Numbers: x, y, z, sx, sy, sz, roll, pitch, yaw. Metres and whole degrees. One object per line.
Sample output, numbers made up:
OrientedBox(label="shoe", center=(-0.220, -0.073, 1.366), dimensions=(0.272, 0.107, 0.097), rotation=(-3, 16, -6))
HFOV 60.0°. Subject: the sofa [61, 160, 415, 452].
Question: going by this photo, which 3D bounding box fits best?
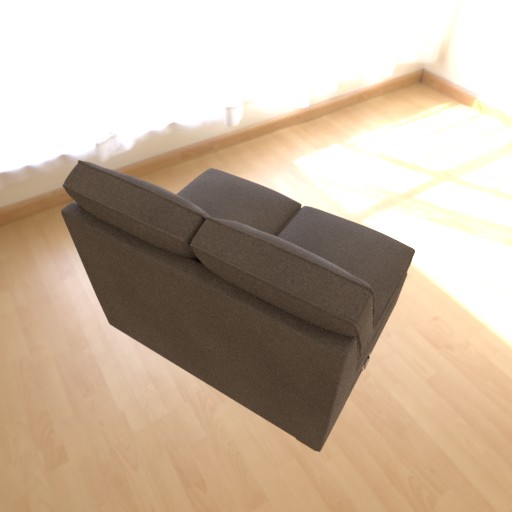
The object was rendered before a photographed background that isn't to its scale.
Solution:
OrientedBox(label="sofa", center=(0.000, 0.000, 2.022), dimensions=(1.237, 1.008, 0.951), rotation=(24, 51, 22))
